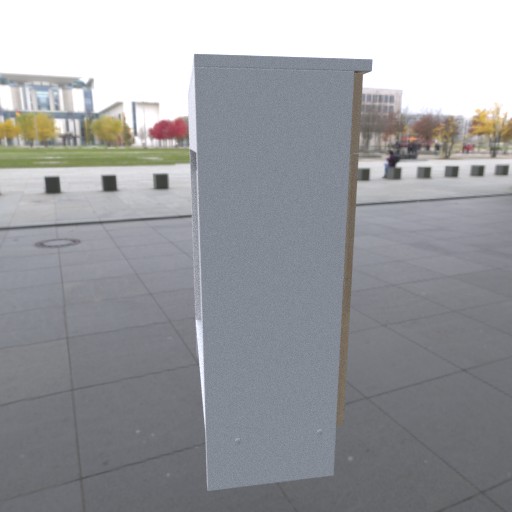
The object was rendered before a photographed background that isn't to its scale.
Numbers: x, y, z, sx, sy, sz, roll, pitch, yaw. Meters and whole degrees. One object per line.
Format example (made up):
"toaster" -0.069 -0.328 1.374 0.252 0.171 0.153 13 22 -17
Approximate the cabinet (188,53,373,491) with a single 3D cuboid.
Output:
"cabinet" 0.000 0.000 1.100 0.296 0.815 0.600 -2 15 -9
